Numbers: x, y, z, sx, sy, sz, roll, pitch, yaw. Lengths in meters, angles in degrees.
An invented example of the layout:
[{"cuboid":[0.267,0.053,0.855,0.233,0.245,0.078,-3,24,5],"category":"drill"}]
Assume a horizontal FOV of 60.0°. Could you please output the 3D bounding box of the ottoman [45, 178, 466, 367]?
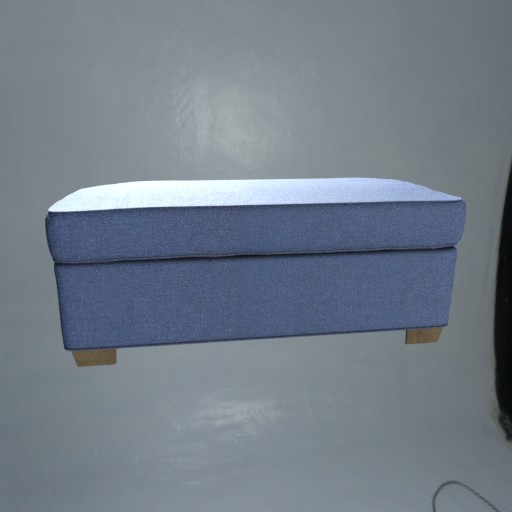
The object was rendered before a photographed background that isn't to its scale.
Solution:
[{"cuboid":[0.000,0.000,1.405,1.110,0.460,0.515,-2,17,-8],"category":"ottoman"}]
